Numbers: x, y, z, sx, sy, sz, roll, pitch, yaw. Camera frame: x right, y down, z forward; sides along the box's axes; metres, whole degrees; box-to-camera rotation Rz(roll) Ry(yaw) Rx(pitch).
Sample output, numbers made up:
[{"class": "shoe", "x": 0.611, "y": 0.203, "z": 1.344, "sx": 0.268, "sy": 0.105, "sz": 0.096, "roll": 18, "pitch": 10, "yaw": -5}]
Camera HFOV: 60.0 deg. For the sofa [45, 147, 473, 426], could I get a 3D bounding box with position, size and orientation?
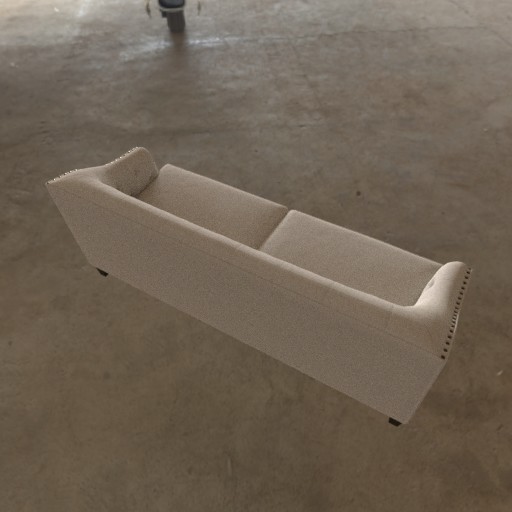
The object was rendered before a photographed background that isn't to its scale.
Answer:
[{"class": "sofa", "x": 0.000, "y": 0.000, "z": 2.647, "sx": 2.235, "sy": 0.901, "sz": 0.914, "roll": 23, "pitch": 50, "yaw": 21}]
